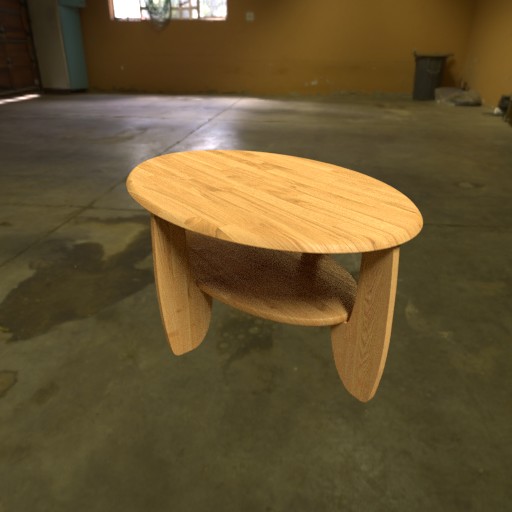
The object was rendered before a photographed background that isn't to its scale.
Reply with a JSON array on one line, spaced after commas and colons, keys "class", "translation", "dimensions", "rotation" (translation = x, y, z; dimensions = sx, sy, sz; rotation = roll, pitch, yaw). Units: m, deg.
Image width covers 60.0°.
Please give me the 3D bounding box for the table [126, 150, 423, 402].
[{"class": "table", "translation": [0.000, 0.000, 1.421], "dimensions": [0.690, 0.490, 1.040], "rotation": [-18, 31, -33]}]
